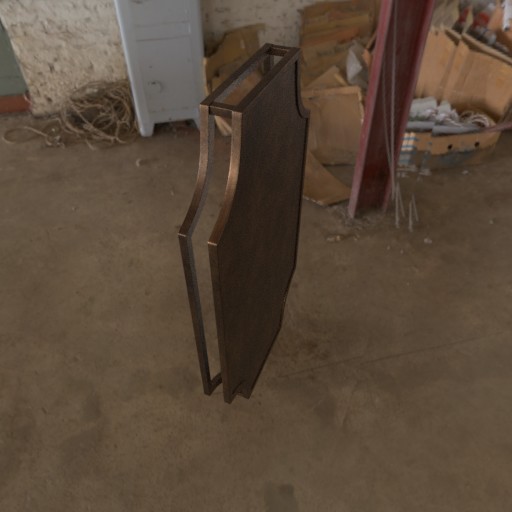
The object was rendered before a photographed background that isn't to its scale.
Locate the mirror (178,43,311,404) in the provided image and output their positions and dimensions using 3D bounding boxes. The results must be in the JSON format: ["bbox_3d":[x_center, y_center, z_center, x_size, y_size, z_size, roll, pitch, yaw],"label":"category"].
[{"bbox_3d":[0.000,0.000,0.983,0.066,0.811,0.462,16,47,16],"label":"mirror"}]
